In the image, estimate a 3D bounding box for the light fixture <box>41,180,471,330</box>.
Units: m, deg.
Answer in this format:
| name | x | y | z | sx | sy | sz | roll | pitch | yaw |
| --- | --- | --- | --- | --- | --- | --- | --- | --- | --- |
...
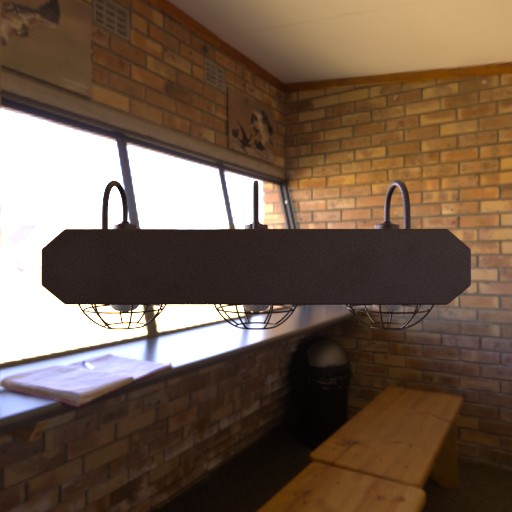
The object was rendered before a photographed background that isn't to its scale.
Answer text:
| name | x | y | z | sx | sy | sz | roll | pitch | yaw |
| --- | --- | --- | --- | --- | --- | --- | --- | --- | --- |
| light fixture | 0.000 | 0.000 | 0.766 | 0.634 | 0.254 | 0.229 | 0 | 0 | 0 |
